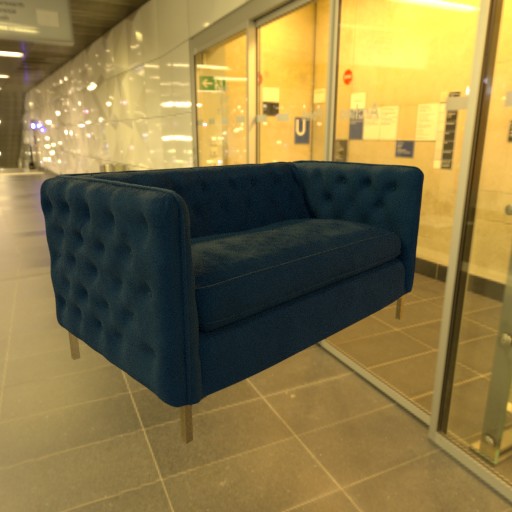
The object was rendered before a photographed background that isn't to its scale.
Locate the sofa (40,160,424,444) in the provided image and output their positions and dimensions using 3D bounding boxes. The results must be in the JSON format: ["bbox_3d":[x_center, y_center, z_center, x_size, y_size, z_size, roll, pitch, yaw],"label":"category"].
[{"bbox_3d":[0.000,0.000,2.080,1.583,0.810,0.909,-15,21,-43],"label":"sofa"}]
